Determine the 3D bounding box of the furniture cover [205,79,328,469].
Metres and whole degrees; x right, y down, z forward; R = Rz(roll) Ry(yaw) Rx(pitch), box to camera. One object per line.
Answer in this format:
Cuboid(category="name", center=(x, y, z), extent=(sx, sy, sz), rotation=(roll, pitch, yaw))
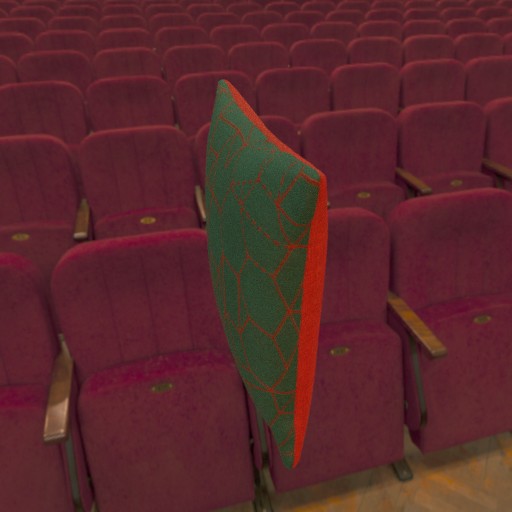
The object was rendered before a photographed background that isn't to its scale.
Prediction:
Cuboid(category="furniture cover", center=(0.000, 0.000, 0.792), extent=(0.158, 0.508, 0.517), rotation=(-8, 33, -12))
